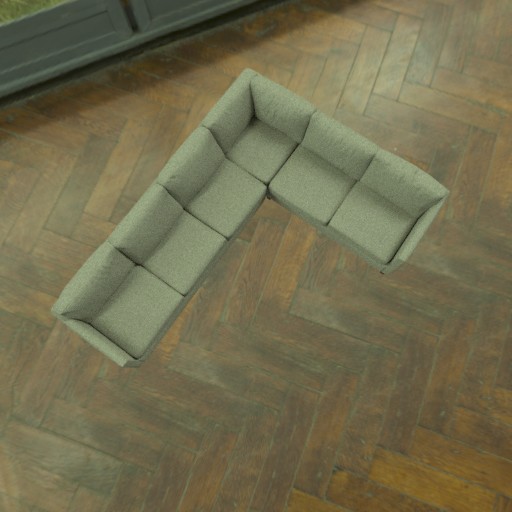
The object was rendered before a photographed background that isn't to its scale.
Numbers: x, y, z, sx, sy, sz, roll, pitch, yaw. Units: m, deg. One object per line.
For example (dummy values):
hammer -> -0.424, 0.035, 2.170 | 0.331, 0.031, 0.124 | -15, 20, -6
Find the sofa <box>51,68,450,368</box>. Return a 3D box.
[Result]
sofa -> 0.000, 0.000, 4.578 | 2.593, 0.947, 3.302 | 34, 79, 8
